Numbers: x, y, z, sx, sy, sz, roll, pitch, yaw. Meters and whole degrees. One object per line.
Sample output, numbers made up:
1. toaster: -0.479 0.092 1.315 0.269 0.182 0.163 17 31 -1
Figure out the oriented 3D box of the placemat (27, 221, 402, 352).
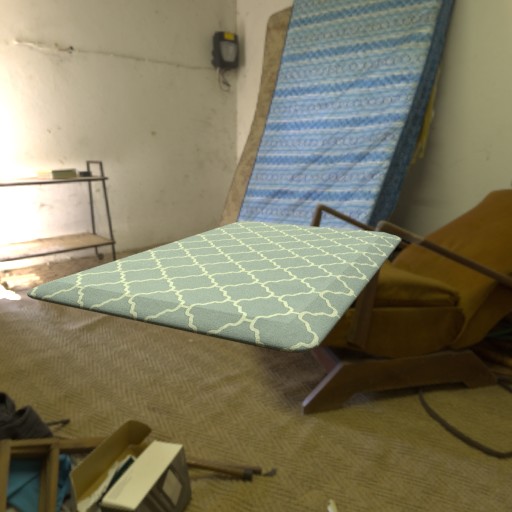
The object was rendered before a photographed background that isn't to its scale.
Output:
1. placemat: 0.000 0.000 0.954 0.508 0.021 0.762 7 15 25
